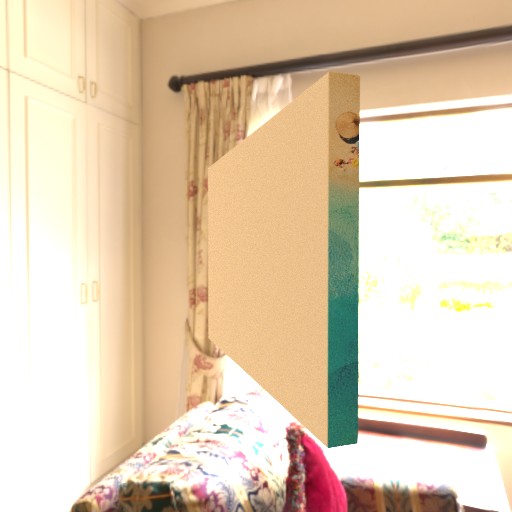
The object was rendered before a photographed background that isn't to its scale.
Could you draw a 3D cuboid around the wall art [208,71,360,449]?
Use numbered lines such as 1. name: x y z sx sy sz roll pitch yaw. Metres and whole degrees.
1. wall art: 0.000 0.000 0.770 0.039 0.406 0.609 0 1 -18
